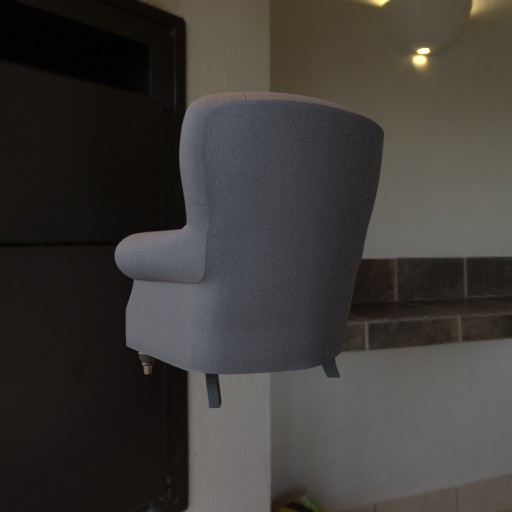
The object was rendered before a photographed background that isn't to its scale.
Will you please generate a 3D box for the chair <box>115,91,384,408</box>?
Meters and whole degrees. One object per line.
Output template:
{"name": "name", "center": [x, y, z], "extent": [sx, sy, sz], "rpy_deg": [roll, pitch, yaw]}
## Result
{"name": "chair", "center": [0.000, 0.000, 1.849], "extent": [0.983, 1.046, 0.983], "rpy_deg": [-1, 1, -37]}
